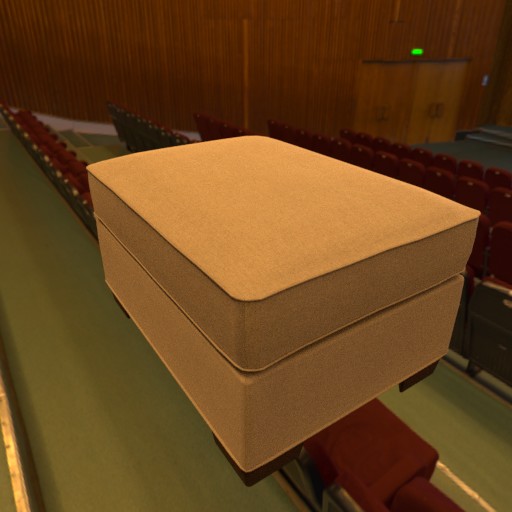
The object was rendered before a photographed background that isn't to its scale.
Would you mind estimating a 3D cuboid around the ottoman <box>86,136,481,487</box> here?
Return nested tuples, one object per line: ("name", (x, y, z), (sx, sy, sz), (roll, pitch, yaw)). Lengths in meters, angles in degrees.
("ottoman", (0.000, 0.000, 1.185), (0.617, 0.503, 0.846), (-18, 33, -30))
